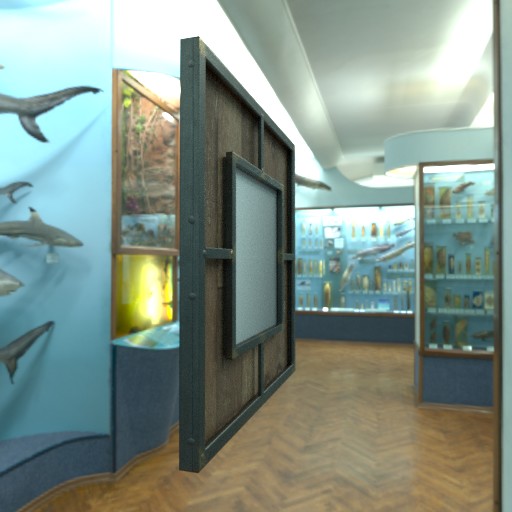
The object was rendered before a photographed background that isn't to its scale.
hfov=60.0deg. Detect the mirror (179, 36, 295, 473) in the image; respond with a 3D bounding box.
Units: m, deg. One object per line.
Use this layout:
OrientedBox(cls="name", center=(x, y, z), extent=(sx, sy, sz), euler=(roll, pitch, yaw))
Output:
OrientedBox(cls="mirror", center=(0.000, 0.000, 0.569), extent=(0.020, 0.381, 0.382), euler=(0, -1, 18))
